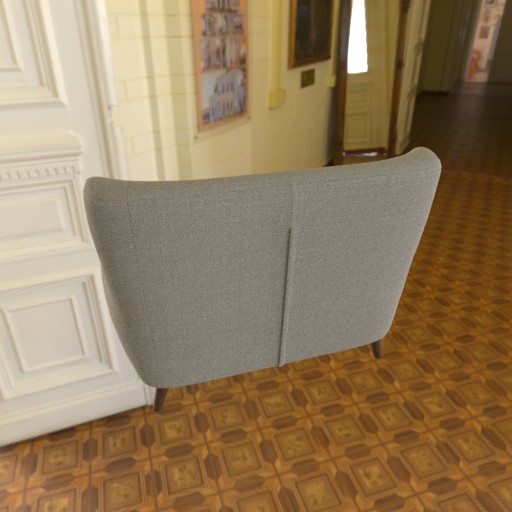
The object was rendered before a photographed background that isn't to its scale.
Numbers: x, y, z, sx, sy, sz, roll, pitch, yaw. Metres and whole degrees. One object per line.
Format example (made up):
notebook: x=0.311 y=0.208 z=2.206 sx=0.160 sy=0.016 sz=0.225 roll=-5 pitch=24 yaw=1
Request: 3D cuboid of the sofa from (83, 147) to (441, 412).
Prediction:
sofa: x=0.000 y=0.000 z=2.062 sx=1.386 sy=1.028 sz=0.884 roll=-9 pitch=29 yaw=-16
